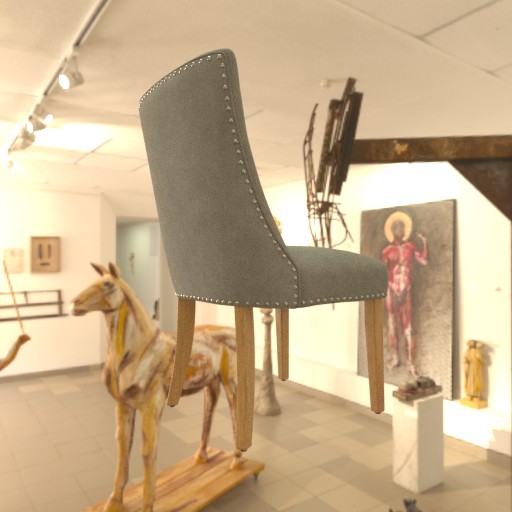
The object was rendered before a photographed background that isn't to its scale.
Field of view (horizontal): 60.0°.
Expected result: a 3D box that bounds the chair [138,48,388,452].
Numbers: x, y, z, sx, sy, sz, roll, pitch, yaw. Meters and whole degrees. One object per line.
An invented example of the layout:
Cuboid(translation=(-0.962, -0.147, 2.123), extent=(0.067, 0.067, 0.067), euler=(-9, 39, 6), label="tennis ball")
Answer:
Cuboid(translation=(0.000, 0.000, 1.280), extent=(0.610, 0.902, 0.495), euler=(0, 0, -36), label="chair")
